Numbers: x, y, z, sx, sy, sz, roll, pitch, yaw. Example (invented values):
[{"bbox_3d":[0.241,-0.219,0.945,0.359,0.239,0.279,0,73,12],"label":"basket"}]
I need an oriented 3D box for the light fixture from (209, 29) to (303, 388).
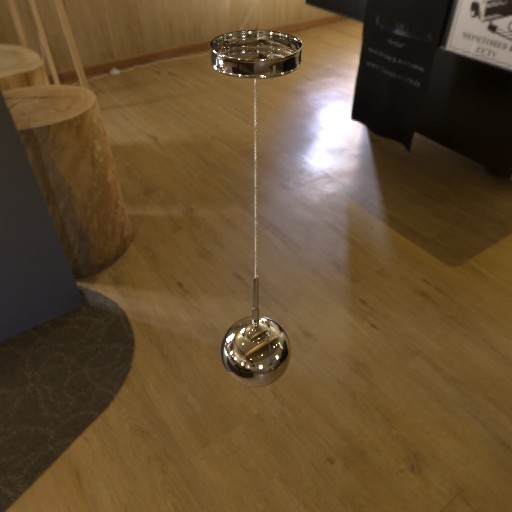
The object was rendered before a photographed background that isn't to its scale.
[{"bbox_3d":[0.000,0.000,1.703,0.336,1.538,0.336,-13,44,-14],"label":"light fixture"}]
